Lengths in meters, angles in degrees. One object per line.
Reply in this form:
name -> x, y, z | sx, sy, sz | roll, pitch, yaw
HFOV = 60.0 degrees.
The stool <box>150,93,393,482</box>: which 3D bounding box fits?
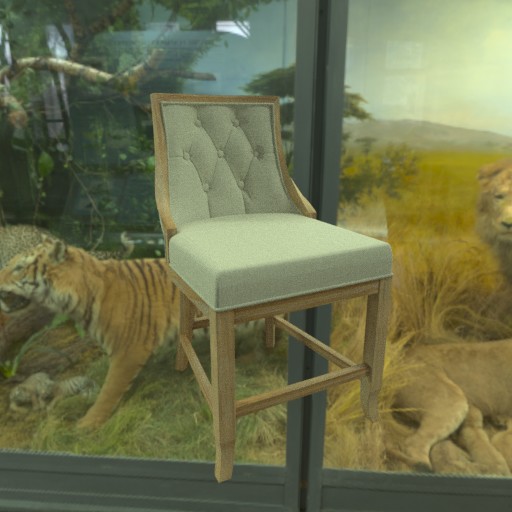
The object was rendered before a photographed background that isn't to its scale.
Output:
stool -> 0.000, 0.000, 1.339 | 0.524, 0.938, 0.626 | -9, 19, -26
